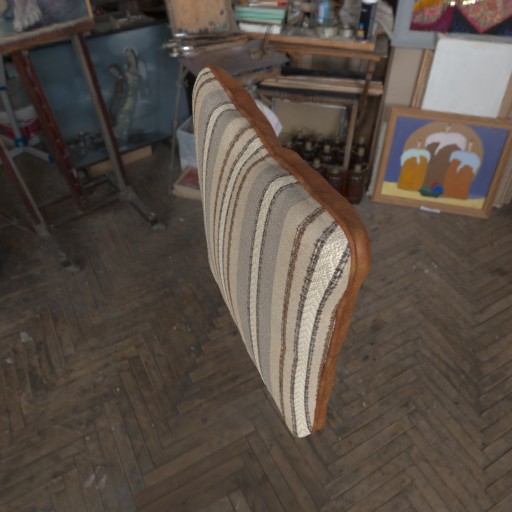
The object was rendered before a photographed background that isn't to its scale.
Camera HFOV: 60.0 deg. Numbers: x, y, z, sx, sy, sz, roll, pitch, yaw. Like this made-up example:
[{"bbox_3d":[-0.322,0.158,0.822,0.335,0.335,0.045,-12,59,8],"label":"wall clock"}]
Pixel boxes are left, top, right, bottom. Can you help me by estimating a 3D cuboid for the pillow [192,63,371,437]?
[{"bbox_3d":[0.000,0.000,0.757,0.130,0.490,0.489,-17,48,-16],"label":"pillow"}]
